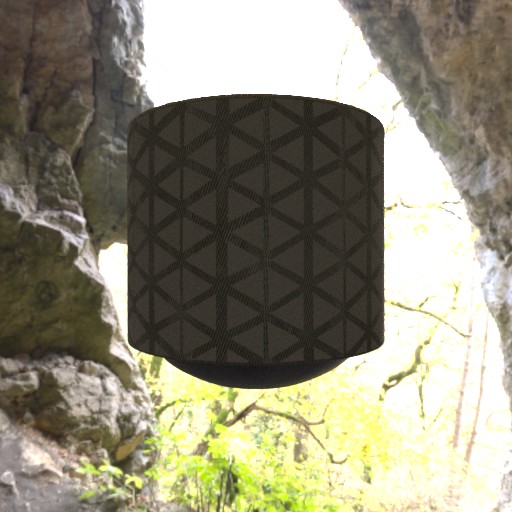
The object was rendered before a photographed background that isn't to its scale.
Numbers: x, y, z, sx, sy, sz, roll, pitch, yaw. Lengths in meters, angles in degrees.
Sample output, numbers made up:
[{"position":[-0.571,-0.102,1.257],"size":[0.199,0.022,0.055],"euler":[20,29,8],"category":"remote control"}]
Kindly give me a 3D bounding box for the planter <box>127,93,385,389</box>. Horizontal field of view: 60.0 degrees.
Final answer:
[{"position":[0.000,0.000,0.341],"size":[0.190,0.181,0.190],"euler":[0,0,0],"category":"planter"}]
